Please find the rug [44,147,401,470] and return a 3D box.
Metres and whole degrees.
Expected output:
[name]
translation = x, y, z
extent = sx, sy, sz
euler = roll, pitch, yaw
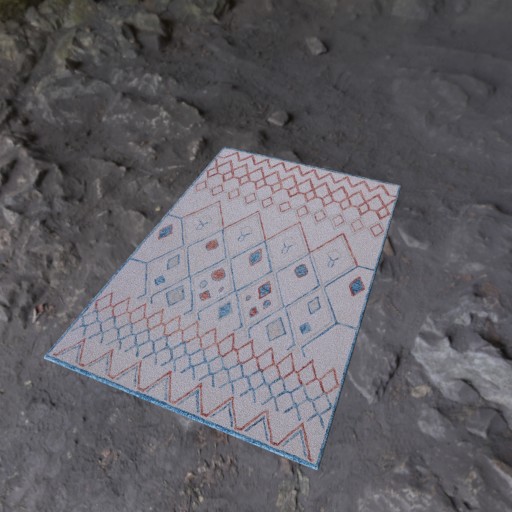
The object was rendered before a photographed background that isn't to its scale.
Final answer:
[rug]
translation = 0.000, 0.000, 2.333
extent = 1.219, 0.016, 1.829
euler = 16, 47, 15
